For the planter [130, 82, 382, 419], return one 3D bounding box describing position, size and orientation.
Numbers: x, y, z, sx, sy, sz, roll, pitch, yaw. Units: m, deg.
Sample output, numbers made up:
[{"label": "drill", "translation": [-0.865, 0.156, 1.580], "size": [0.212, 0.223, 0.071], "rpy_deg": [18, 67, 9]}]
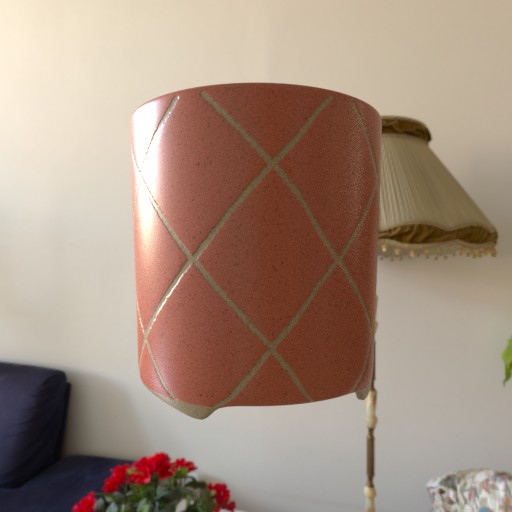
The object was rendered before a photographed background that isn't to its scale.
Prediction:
[{"label": "planter", "translation": [0.000, 0.000, 0.348], "size": [0.191, 0.200, 0.191], "rpy_deg": [0, 0, 0]}]
